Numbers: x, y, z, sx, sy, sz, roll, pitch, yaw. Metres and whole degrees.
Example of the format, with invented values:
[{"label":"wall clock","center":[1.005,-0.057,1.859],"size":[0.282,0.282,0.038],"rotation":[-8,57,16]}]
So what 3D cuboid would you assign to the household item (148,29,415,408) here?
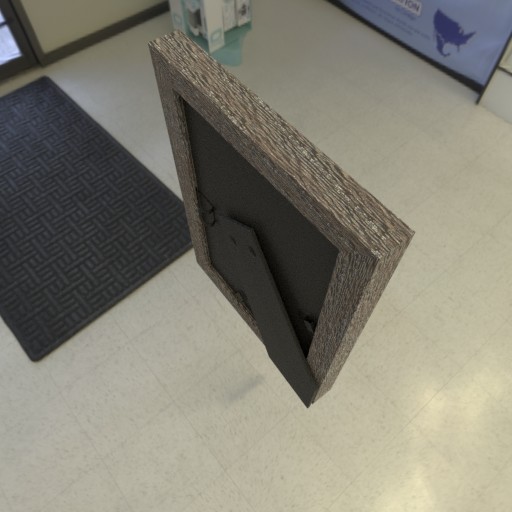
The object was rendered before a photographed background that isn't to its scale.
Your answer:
[{"label":"household item","center":[0.000,0.000,0.236],"size":[0.020,0.180,0.133],"rotation":[-33,64,-19]}]
